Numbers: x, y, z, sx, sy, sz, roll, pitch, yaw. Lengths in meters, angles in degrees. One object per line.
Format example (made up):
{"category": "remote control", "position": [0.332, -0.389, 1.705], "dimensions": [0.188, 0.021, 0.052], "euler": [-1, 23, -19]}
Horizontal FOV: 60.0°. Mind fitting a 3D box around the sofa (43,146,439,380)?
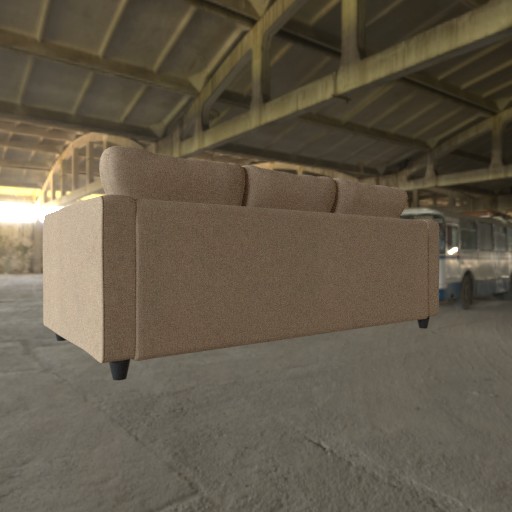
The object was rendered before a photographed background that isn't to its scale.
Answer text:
{"category": "sofa", "position": [0.000, 0.000, 2.284], "dimensions": [1.855, 0.800, 0.930], "euler": [0, 0, -36]}
